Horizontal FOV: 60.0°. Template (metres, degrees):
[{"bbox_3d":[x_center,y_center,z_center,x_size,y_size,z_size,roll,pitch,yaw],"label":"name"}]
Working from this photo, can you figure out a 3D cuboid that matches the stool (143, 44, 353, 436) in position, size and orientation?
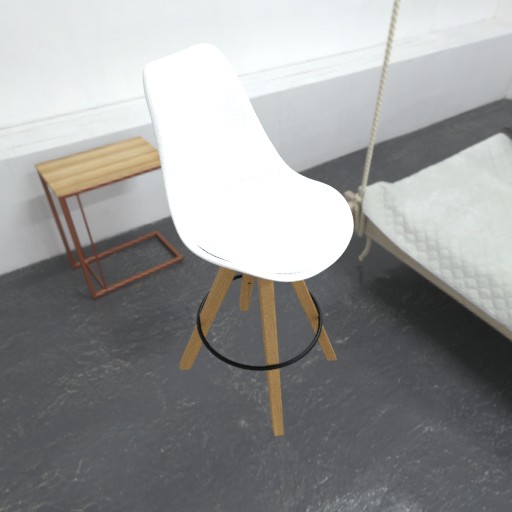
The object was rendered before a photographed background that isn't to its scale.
[{"bbox_3d":[0.000,0.000,1.386,0.549,1.115,0.482,26,48,26],"label":"stool"}]
